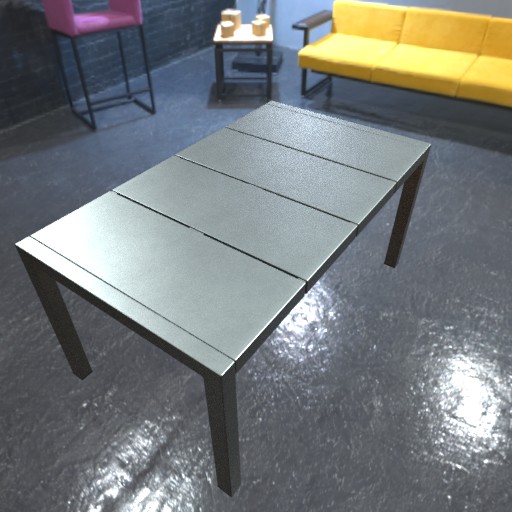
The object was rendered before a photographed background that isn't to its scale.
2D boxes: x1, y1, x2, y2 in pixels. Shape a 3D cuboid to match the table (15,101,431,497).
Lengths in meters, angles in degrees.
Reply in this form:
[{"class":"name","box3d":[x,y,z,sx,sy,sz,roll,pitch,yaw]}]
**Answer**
[{"class":"table","box3d":[0.000,0.000,1.252,0.559,0.460,0.965,25,46,26]}]
